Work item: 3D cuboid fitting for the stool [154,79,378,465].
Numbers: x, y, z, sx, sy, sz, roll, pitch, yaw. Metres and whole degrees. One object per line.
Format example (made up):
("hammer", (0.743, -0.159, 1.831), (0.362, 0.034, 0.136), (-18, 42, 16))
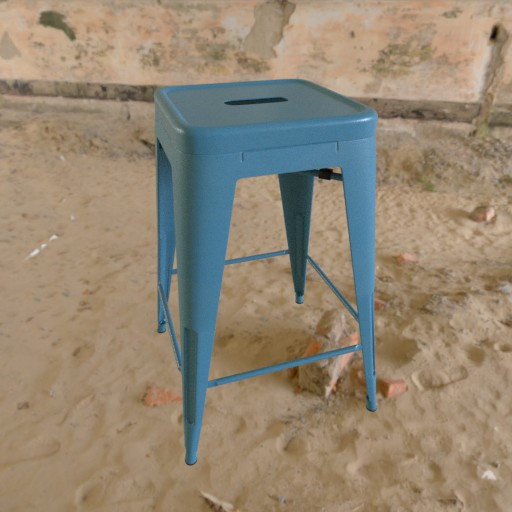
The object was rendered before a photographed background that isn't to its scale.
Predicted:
("stool", (0.000, 0.000, 0.886), (0.410, 0.608, 0.410), (-10, 33, -16))
